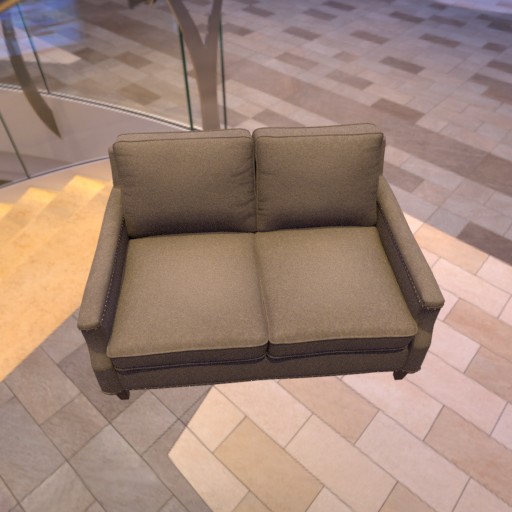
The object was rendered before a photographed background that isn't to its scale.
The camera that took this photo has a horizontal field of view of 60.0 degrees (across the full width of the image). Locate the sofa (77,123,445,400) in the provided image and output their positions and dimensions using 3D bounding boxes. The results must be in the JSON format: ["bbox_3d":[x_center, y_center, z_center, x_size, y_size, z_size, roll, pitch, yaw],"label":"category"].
[{"bbox_3d":[0.000,0.000,2.294,1.597,1.003,1.084,-3,47,-3],"label":"sofa"}]
